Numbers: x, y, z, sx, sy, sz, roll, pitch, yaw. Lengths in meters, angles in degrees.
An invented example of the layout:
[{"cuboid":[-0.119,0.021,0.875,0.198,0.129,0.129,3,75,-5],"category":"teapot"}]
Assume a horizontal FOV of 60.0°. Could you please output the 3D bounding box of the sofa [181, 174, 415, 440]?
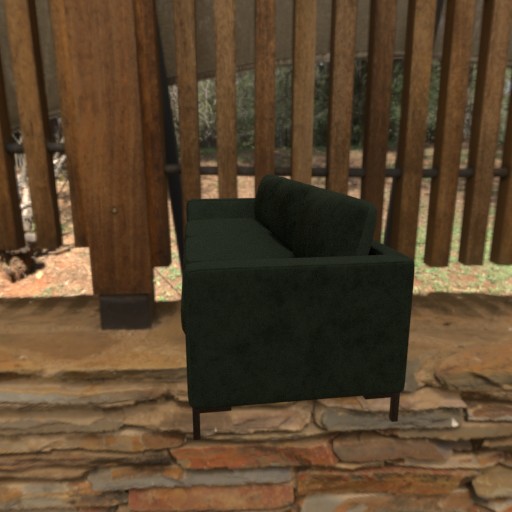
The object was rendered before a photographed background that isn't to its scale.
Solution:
[{"cuboid":[0.000,0.000,2.654,0.859,0.870,2.218,-2,13,-8],"category":"sofa"}]
